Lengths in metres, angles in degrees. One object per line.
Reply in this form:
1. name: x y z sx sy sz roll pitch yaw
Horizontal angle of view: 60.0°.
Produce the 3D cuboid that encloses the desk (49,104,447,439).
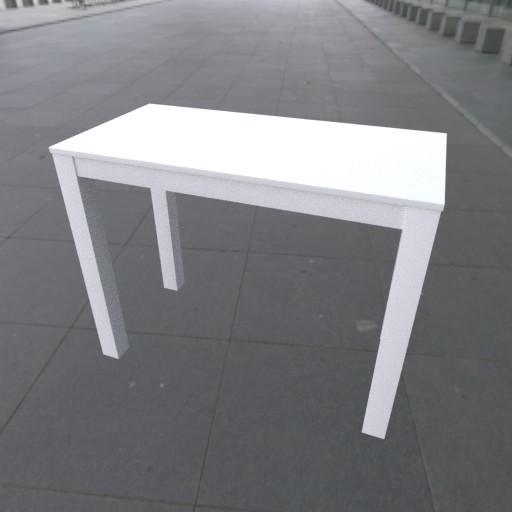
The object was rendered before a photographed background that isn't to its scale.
1. desk: 0.000 0.000 1.433 0.990 0.762 0.497 11 34 17
